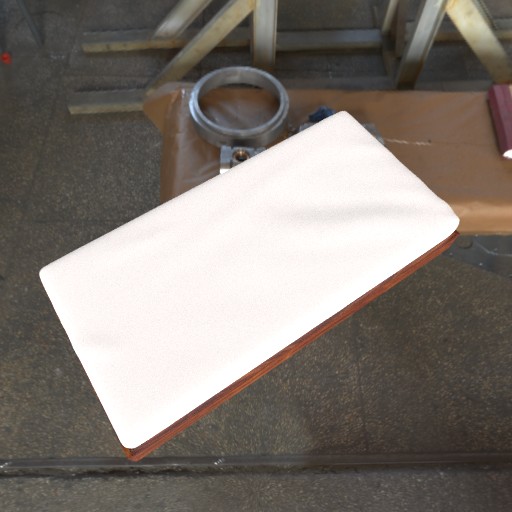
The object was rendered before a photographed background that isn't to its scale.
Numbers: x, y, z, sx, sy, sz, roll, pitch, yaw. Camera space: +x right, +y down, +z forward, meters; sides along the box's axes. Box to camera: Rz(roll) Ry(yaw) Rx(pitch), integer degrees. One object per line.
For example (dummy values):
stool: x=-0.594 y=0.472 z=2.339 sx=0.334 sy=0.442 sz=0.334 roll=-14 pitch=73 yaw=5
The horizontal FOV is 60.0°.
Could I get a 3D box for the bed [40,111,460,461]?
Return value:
bed: x=0.000 y=0.000 z=2.179 sx=1.860 sy=0.312 sz=0.940 roll=-31 pitch=66 yaw=-15
